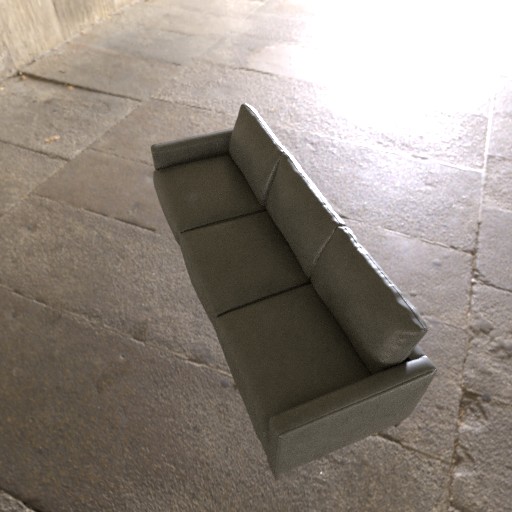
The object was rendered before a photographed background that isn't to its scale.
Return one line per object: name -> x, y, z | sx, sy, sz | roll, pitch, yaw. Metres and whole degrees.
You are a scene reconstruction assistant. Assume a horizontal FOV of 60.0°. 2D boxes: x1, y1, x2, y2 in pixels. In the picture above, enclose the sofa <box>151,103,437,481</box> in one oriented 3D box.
sofa -> 0.000, 0.000, 2.408 | 0.748, 0.805, 2.029 | -17, 49, -15
